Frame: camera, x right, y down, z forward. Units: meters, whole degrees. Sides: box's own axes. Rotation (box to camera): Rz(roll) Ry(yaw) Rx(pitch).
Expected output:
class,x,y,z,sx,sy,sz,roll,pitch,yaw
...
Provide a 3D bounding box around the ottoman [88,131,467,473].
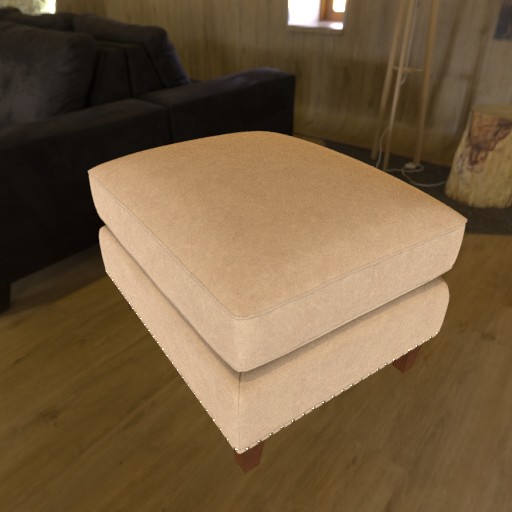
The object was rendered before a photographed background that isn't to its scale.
class,x,y,z,sx,sy,sz,roll,pitch,yaw
ottoman,0.000,0.000,1.118,0.584,0.513,0.741,-20,37,-29
